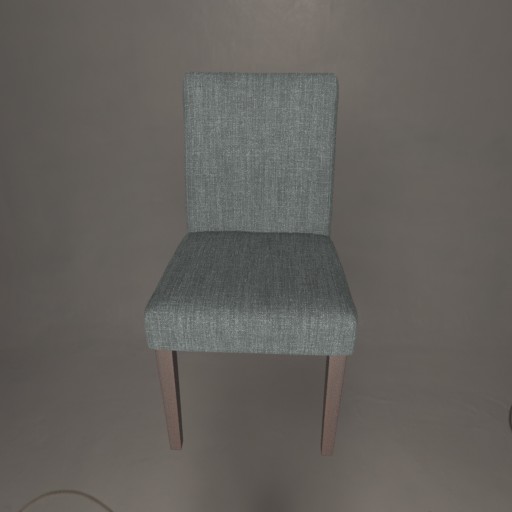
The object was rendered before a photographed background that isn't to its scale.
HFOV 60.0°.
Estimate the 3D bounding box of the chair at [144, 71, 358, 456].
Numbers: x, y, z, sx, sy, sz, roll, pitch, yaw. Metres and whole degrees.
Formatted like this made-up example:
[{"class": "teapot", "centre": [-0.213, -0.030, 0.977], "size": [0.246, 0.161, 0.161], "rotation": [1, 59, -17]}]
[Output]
[{"class": "chair", "centre": [0.000, 0.000, 1.234], "size": [0.487, 0.884, 0.629], "rotation": [1, 30, 2]}]
